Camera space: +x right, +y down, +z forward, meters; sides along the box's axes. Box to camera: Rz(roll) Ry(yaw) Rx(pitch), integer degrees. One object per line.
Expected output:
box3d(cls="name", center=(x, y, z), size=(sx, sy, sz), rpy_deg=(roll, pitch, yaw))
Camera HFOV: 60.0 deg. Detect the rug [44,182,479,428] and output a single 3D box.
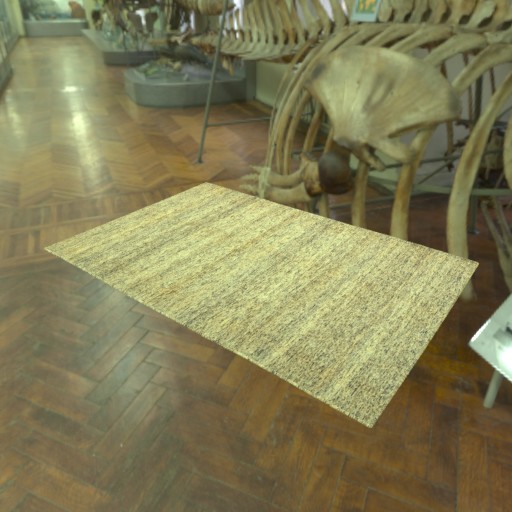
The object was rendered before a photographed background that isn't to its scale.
box3d(cls="rug", center=(0.000, 0.000, 2.253), size=(1.846, 0.014, 1.243), rpy_deg=(21, 36, 32))
